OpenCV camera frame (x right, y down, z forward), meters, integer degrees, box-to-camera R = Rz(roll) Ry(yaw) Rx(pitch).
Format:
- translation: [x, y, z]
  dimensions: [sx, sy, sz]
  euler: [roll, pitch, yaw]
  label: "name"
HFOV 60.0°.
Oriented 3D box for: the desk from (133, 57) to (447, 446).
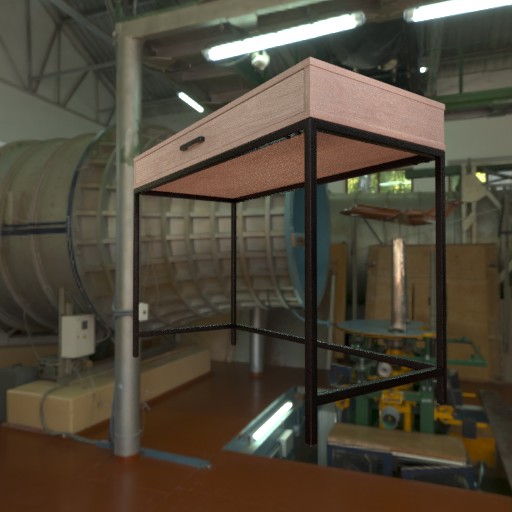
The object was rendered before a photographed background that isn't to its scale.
- translation: [0.000, 0.000, 1.407]
  dimensions: [0.470, 0.762, 1.016]
  euler: [1, -1, -35]
  label: "desk"
